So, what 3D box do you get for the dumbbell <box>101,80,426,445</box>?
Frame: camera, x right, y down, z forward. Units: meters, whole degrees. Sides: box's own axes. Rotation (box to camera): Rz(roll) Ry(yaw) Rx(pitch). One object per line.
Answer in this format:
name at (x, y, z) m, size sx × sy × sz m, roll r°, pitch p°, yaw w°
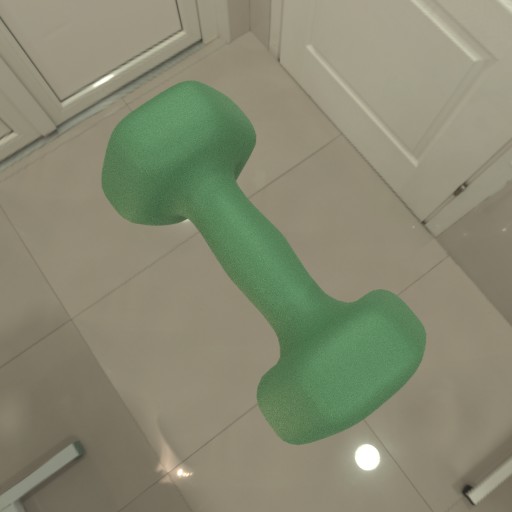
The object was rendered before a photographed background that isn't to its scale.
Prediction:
dumbbell at (0.000, 0.000, 0.327) m, size 0.129 × 0.117 × 0.260 m, roll -36°, pitch 78°, yaw -9°
